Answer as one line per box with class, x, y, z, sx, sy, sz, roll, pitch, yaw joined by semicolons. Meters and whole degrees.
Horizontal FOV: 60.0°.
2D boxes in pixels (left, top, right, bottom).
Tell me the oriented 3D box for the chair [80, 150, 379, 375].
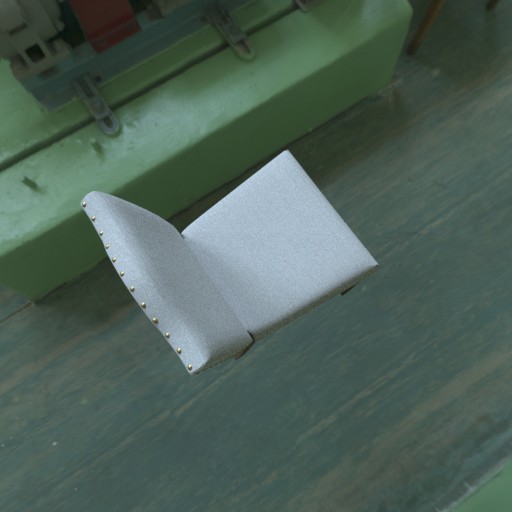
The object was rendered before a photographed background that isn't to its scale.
chair;0.000;0.000;1.379;0.620;1.020;0.508;-34;79;-8
